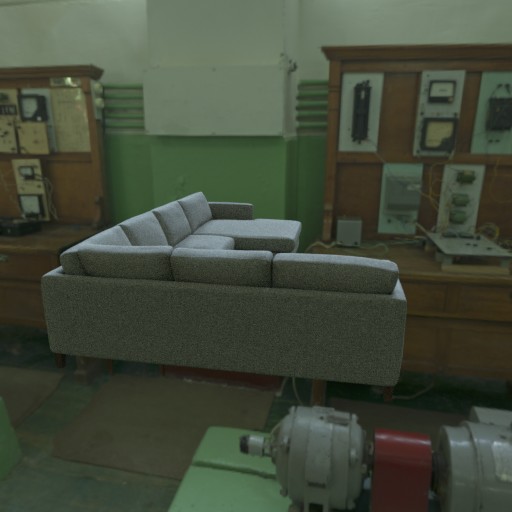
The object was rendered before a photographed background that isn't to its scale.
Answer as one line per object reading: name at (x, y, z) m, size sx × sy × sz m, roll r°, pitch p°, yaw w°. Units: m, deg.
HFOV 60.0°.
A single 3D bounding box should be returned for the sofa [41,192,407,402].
sofa at (0.000, 0.000, 4.655) m, size 2.593 × 0.959 × 3.460 m, roll 3°, pitch 16°, yaw 10°
